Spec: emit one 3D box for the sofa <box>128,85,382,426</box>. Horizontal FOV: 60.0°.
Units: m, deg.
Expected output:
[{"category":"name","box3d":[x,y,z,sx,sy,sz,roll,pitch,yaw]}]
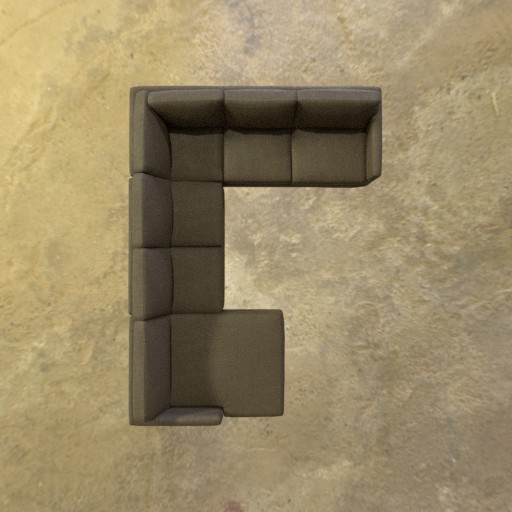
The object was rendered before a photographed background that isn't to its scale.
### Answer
[{"category":"sofa","box3d":[0.000,0.000,4.724,2.594,0.961,3.460,0,89,0]}]
